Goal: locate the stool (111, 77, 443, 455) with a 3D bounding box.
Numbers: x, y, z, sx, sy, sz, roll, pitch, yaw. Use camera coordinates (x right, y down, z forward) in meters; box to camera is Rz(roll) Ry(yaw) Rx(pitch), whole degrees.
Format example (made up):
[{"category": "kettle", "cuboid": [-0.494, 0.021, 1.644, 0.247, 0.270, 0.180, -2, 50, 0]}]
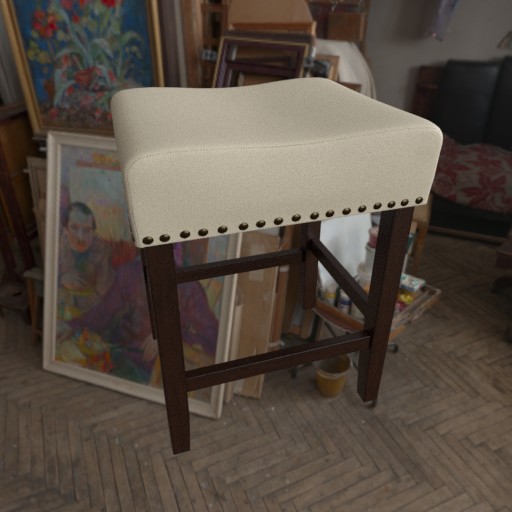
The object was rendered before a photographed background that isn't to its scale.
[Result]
[{"category": "stool", "cuboid": [0.000, 0.000, 0.905, 0.471, 0.609, 0.401, -10, 33, -15]}]
